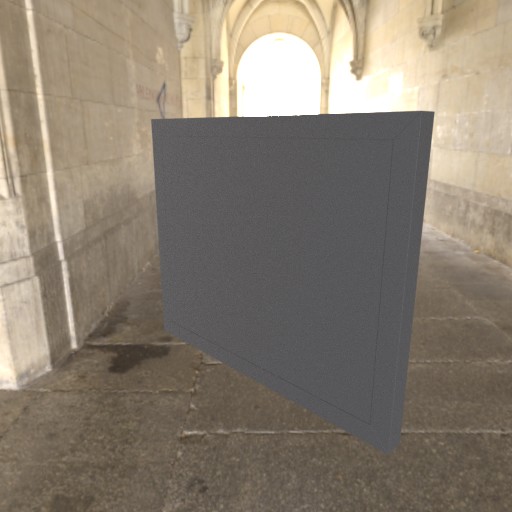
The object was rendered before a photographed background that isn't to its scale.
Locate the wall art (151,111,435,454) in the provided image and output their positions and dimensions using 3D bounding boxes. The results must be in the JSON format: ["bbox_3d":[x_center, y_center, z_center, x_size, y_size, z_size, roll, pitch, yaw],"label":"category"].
[{"bbox_3d":[0.000,0.000,0.547,0.024,0.329,0.404,-15,22,-42],"label":"wall art"}]
